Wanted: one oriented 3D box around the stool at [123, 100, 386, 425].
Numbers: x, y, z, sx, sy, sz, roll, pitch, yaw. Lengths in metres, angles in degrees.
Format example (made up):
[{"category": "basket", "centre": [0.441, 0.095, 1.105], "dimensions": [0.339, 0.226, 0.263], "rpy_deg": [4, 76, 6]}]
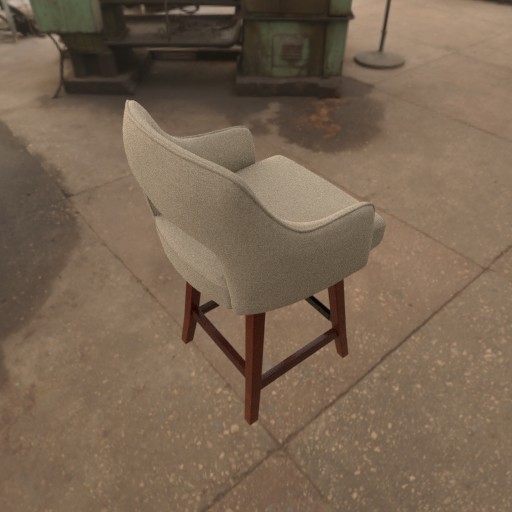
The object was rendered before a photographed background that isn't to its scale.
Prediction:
[{"category": "stool", "centre": [0.000, 0.000, 1.289], "dimensions": [0.560, 0.936, 0.550], "rpy_deg": [-27, 49, -27]}]
